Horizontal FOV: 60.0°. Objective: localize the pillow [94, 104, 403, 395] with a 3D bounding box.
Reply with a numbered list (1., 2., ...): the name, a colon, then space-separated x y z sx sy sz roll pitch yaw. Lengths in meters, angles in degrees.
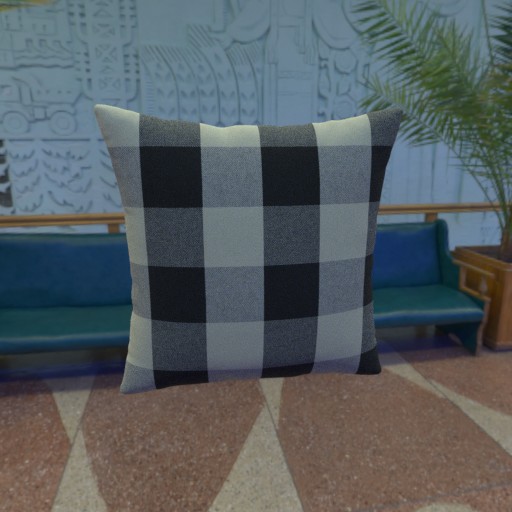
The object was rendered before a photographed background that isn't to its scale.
1. pillow: 0.000 0.000 0.791 0.511 0.509 0.161 -2 15 -8
